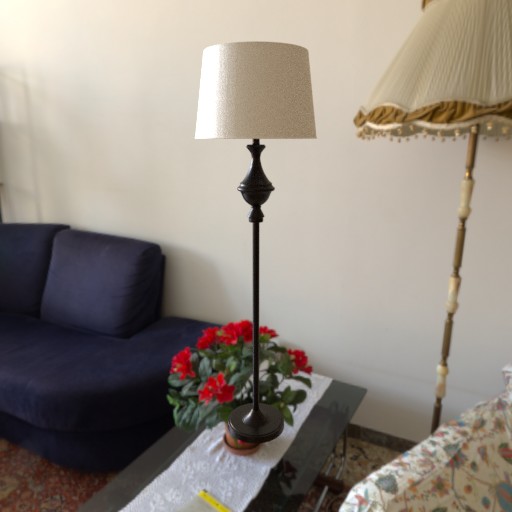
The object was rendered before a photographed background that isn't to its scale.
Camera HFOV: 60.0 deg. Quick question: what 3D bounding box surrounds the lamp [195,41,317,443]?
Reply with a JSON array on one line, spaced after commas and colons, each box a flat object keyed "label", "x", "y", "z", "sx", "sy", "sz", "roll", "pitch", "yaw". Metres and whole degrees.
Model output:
[{"label": "lamp", "x": 0.000, "y": 0.000, "z": 1.688, "sx": 0.431, "sy": 1.484, "sz": 0.431, "roll": 0, "pitch": 15, "yaw": 0}]
